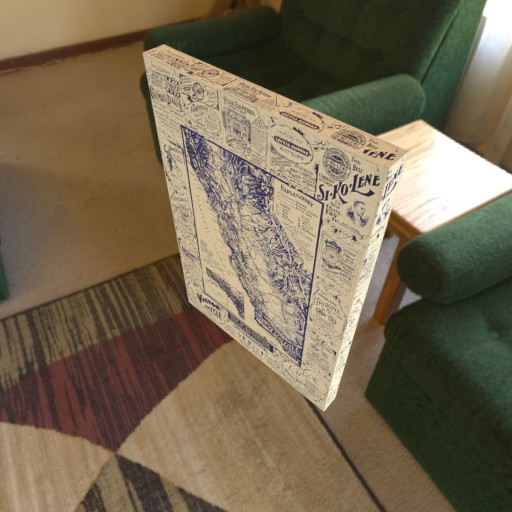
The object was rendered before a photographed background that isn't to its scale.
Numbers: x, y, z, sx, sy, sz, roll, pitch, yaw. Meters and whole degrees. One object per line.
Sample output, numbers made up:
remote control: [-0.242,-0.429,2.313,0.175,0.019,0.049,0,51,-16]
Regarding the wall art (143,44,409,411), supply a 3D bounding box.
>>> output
wall art: [0.000,0.000,0.778,0.408,0.601,0.040,34,56,27]
